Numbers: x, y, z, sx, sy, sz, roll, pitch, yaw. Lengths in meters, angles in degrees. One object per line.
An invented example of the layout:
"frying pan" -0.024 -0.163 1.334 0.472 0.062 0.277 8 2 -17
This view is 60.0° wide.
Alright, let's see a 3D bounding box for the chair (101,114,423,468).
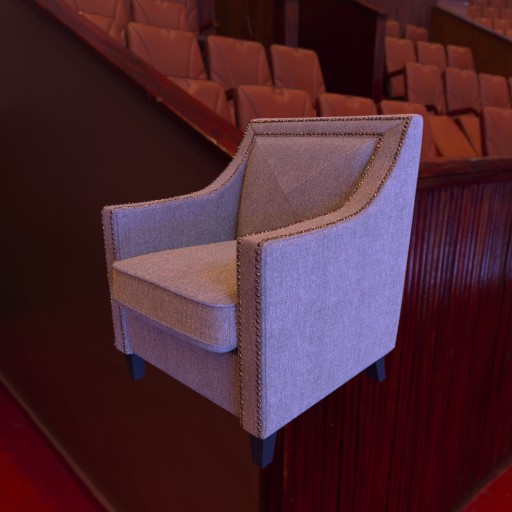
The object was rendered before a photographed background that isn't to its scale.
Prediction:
"chair" 0.000 0.000 1.576 0.776 0.967 0.884 14 21 42
